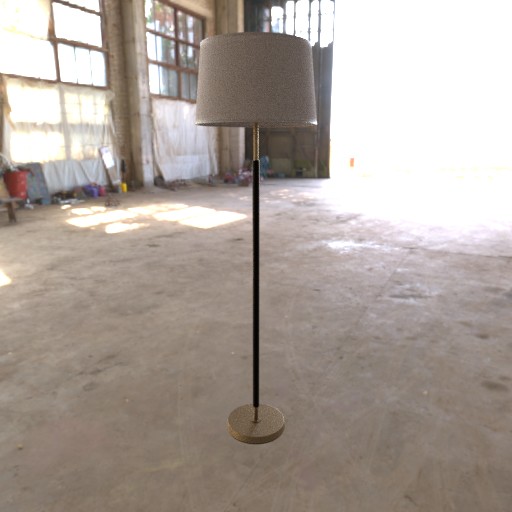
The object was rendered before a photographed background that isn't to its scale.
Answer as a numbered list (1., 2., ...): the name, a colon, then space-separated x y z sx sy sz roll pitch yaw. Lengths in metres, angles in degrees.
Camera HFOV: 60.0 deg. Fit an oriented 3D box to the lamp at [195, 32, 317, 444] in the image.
1. lamp: 0.000 0.000 1.654 0.420 1.447 0.420 0 14 0
